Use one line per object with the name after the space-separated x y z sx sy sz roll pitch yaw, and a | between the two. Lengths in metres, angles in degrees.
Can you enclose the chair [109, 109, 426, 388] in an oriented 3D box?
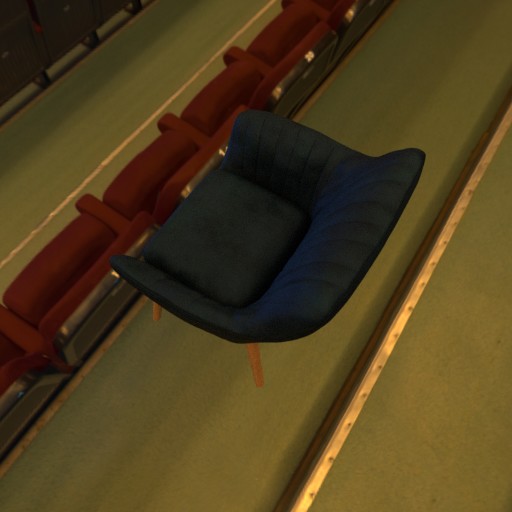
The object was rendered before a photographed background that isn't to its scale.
0.000 0.000 1.213 0.573 0.826 0.578 30 67 14 | chair
